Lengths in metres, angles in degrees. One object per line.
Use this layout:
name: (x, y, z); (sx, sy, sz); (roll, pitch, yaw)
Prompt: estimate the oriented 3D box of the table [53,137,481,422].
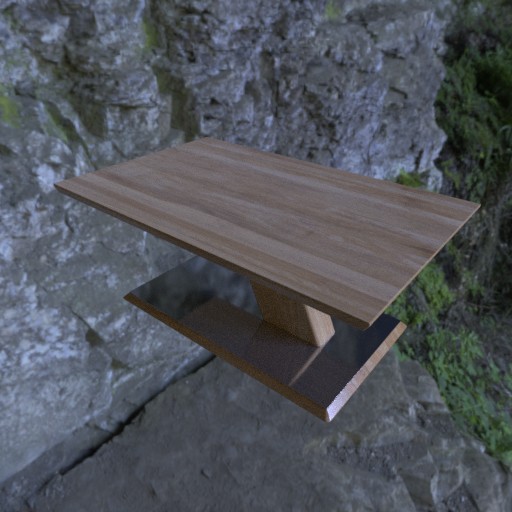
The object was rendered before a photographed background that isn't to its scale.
table: (0.000, 0.000, 1.451); (1.100, 0.441, 0.692); (23, 37, 33)
